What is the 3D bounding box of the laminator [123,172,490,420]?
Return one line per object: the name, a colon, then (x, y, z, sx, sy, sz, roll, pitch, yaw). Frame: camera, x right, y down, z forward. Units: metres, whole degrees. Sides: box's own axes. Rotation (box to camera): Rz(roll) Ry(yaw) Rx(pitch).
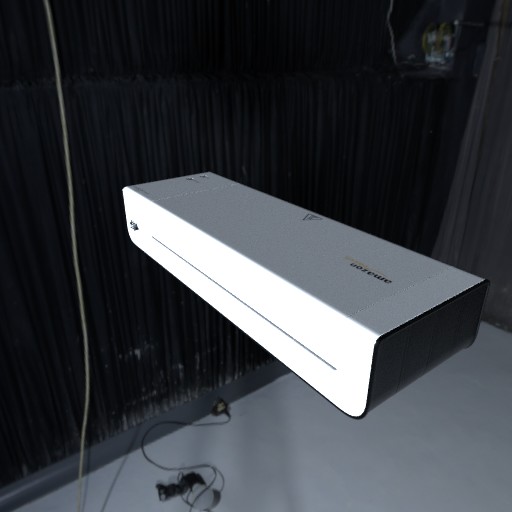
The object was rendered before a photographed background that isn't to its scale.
laminator: (0.000, 0.000, 0.386, 0.123, 0.062, 0.340, -18, 30, -33)
